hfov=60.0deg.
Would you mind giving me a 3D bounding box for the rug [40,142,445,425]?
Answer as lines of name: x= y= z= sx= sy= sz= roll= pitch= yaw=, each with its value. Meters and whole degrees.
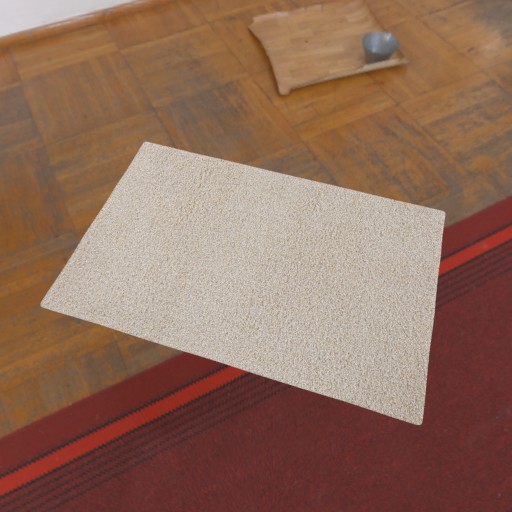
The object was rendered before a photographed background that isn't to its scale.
rug: x=0.000 y=0.000 z=3.455 sx=2.743 sy=0.030 sz=1.778 roll=15 pitch=59 yaw=9
